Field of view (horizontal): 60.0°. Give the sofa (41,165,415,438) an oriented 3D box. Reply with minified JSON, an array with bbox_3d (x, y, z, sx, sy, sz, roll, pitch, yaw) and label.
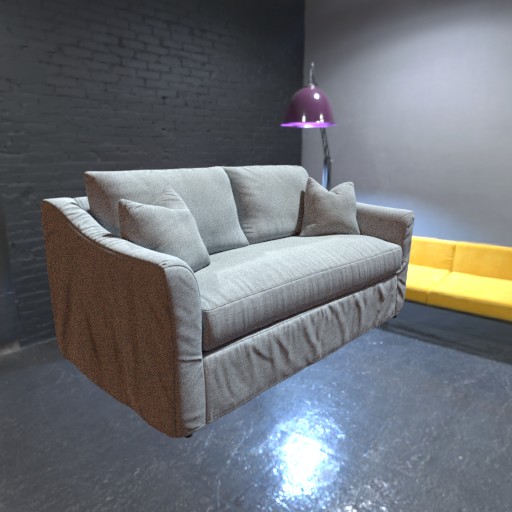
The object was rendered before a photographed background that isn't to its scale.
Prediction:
[{"bbox_3d":[0.000,0.000,2.602,1.072,1.018,2.010,13,19,42],"label":"sofa"}]
